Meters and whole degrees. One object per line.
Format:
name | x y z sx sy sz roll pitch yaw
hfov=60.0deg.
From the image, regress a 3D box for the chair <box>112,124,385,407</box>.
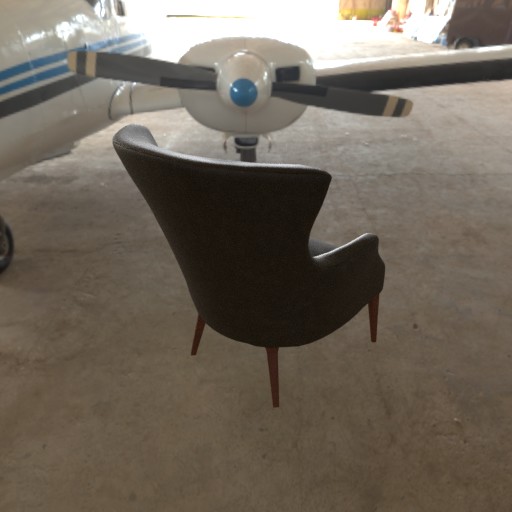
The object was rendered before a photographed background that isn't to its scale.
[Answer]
chair | 0.000 0.000 1.755 0.819 1.068 0.954 22 37 33
